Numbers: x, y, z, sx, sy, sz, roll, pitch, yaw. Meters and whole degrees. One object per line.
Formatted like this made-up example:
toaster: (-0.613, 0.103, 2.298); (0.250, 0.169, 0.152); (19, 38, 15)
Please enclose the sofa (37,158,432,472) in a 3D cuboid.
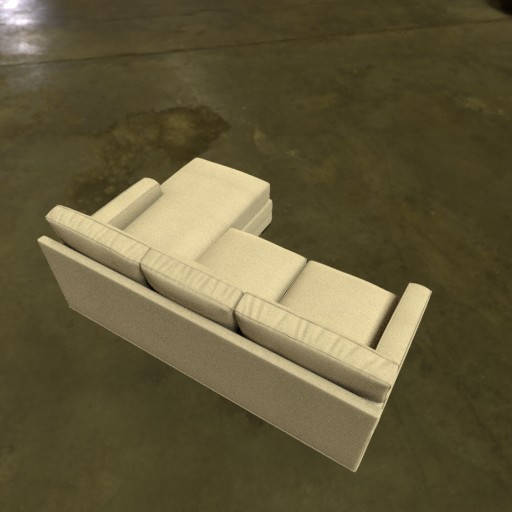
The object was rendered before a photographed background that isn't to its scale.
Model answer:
sofa: (0.000, 0.000, 2.813); (2.087, 0.861, 1.496); (23, 50, 21)
